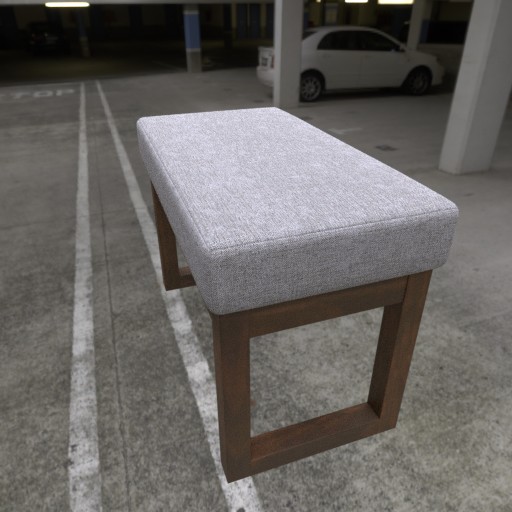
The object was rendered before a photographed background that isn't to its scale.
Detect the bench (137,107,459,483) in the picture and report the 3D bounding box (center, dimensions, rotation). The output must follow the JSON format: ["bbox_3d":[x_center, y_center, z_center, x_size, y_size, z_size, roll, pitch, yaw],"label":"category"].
[{"bbox_3d":[0.000,0.000,0.936,0.366,0.467,0.681,-10,32,-17],"label":"bench"}]
